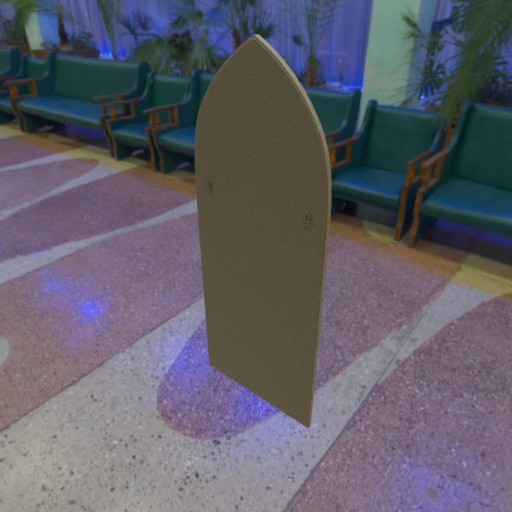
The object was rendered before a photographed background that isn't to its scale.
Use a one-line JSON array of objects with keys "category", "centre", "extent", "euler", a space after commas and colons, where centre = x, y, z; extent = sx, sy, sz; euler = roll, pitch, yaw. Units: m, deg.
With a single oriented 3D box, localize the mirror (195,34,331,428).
[{"category": "mirror", "centre": [0.000, 0.000, 1.309], "extent": [0.464, 1.175, 0.025], "euler": [23, 39, 33]}]
